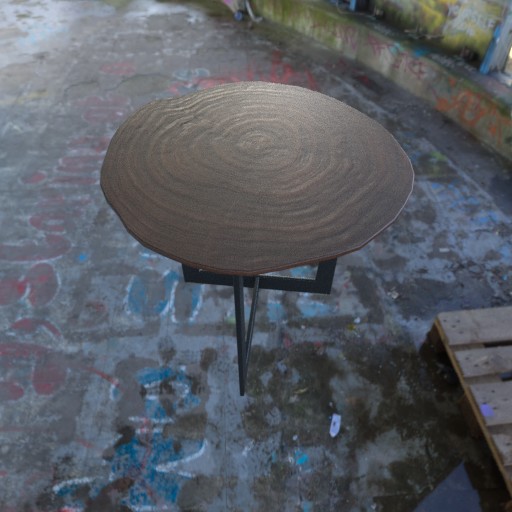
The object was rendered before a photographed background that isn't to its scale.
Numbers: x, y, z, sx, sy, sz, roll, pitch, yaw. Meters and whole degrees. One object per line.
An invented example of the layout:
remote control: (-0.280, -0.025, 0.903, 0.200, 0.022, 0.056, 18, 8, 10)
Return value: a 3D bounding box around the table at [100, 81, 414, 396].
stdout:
table: (0.000, 0.000, 0.875, 0.477, 0.476, 0.494, -3, 47, -3)
